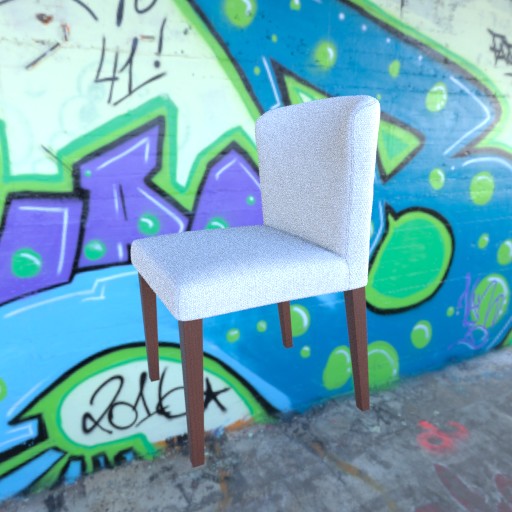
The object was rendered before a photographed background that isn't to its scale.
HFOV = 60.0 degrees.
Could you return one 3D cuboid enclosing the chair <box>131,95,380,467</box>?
[{"bbox_3d":[0.000,0.000,1.208,0.589,0.839,0.491,-8,17,-25],"label":"chair"}]
